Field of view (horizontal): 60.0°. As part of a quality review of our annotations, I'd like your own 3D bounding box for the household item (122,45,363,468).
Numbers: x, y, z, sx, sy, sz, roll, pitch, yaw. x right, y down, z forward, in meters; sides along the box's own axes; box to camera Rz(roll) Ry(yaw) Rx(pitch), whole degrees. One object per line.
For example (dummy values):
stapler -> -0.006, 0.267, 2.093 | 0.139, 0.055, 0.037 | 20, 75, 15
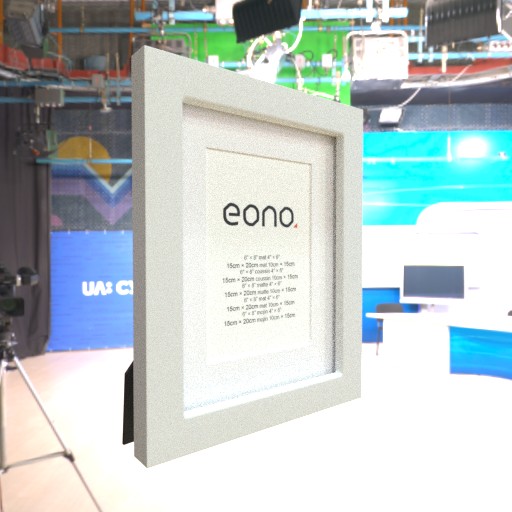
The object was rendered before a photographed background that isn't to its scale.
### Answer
household item -> 0.000, 0.000, 0.340 | 0.200, 0.250, 0.045 | -1, 2, -38
